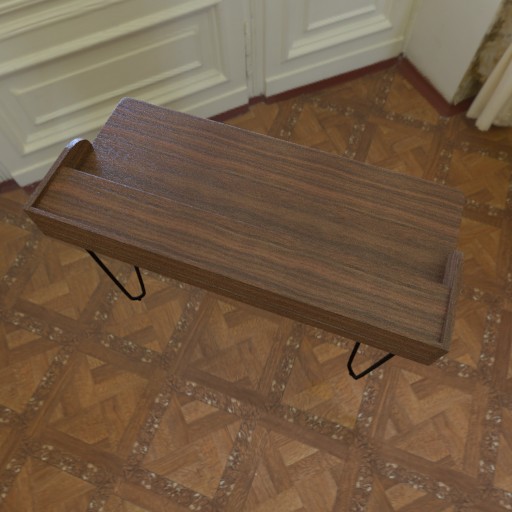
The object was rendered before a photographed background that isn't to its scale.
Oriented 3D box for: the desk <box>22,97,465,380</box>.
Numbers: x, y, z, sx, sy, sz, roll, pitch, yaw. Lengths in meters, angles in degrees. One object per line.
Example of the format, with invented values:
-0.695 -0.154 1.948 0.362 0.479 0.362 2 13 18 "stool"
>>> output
0.000 0.000 1.657 1.200 0.854 0.565 18 65 9 "desk"
